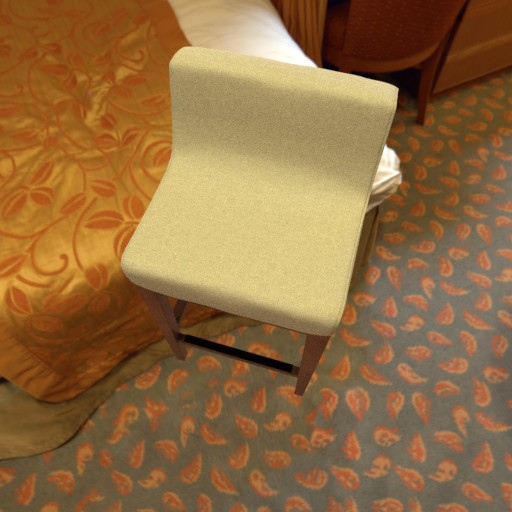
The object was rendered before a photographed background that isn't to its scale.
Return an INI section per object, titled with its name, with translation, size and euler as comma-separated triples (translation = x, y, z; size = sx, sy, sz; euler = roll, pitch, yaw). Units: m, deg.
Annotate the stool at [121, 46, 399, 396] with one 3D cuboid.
[stool]
translation = 0.000, 0.000, 1.256
size = 0.511, 0.937, 0.500
euler = 14, 60, 8
